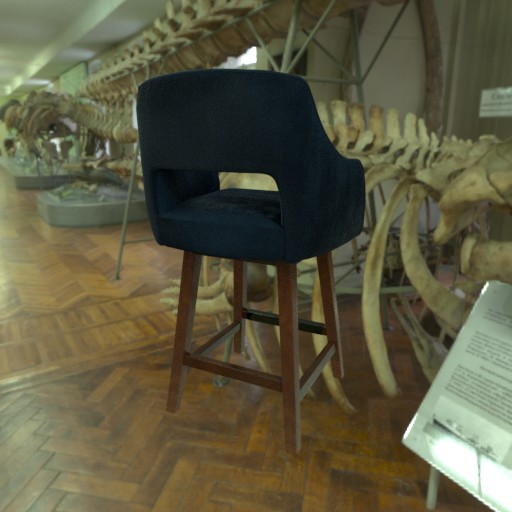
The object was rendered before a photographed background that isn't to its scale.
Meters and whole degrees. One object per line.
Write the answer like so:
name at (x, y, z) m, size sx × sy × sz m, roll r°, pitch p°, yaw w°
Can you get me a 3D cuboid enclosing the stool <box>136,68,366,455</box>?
stool at (0.000, 0.000, 1.278) m, size 0.550 × 0.940 × 0.560 m, roll 8°, pitch 17°, yaw 26°
